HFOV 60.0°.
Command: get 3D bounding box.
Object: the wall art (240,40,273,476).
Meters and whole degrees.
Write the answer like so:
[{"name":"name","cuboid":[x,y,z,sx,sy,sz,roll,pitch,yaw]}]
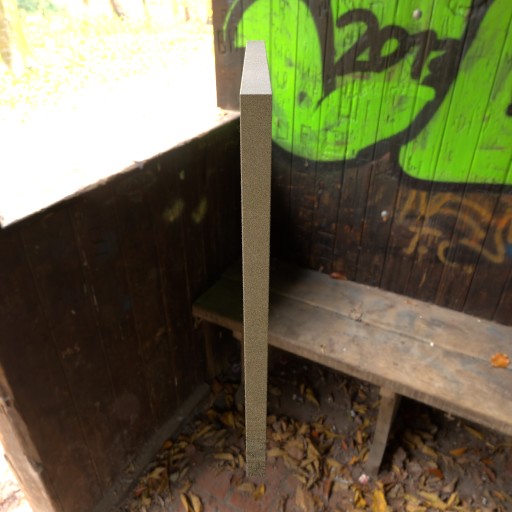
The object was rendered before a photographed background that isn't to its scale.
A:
[{"name":"wall art","cuboid":[0.000,0.000,0.933,0.038,0.764,0.508,0,32,0]}]
